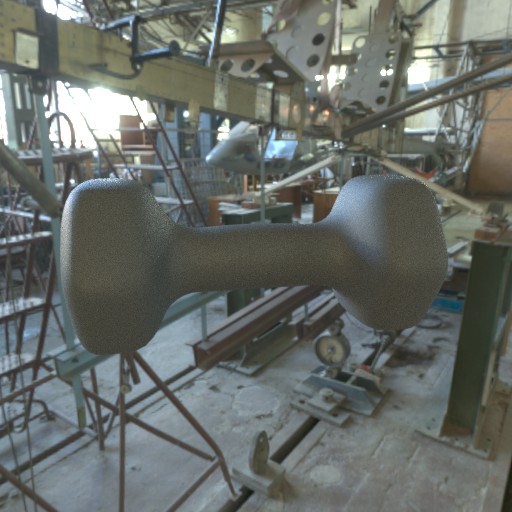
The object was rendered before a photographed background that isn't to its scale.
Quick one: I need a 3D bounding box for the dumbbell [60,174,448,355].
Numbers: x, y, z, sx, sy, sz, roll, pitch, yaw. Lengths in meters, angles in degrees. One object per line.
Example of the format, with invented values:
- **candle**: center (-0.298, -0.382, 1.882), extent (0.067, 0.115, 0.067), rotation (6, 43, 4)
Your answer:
- **dumbbell**: center (0.000, 0.000, 0.231), extent (0.184, 0.081, 0.090), rotation (-3, 14, -10)
